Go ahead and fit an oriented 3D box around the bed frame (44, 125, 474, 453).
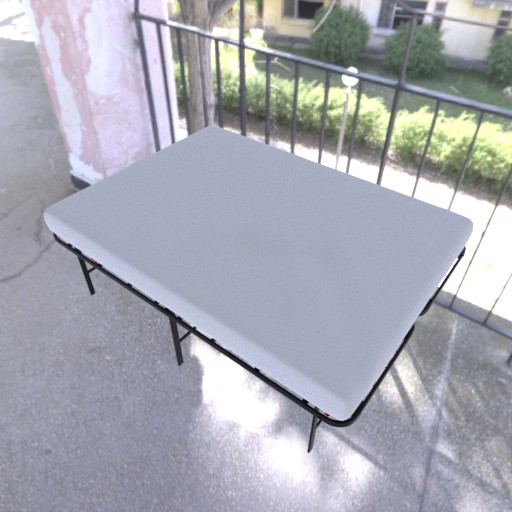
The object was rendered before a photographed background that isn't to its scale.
[{"bbox_3d":[0.000,0.000,2.530,1.905,0.637,1.372,27,48,28],"label":"bed frame"}]
